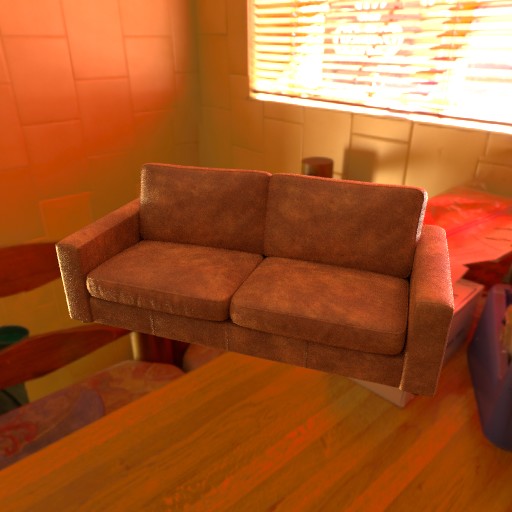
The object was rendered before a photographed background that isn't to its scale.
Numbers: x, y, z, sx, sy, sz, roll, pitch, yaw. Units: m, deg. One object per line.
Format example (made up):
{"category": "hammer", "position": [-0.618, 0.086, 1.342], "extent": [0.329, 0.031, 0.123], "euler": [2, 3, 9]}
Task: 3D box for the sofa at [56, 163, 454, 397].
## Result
{"category": "sofa", "position": [0.000, 0.000, 2.722], "extent": [2.179, 0.873, 1.016], "euler": [8, 27, 17]}
